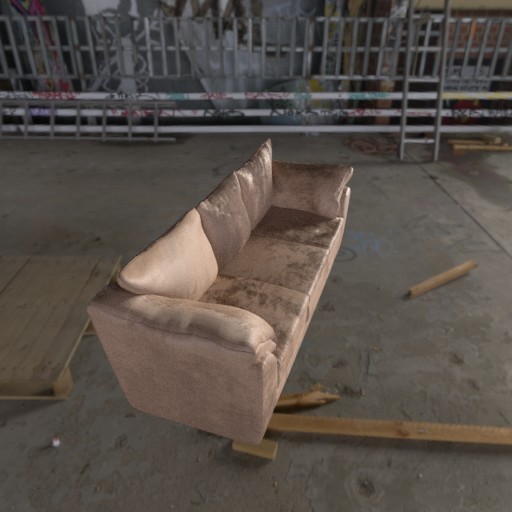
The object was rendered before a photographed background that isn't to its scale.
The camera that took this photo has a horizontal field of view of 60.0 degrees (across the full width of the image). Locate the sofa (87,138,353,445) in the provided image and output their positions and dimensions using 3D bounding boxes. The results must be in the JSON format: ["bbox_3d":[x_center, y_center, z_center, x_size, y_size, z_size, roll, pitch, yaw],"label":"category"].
[{"bbox_3d":[0.000,0.000,2.947,0.893,0.981,2.377,10,32,17],"label":"sofa"}]
